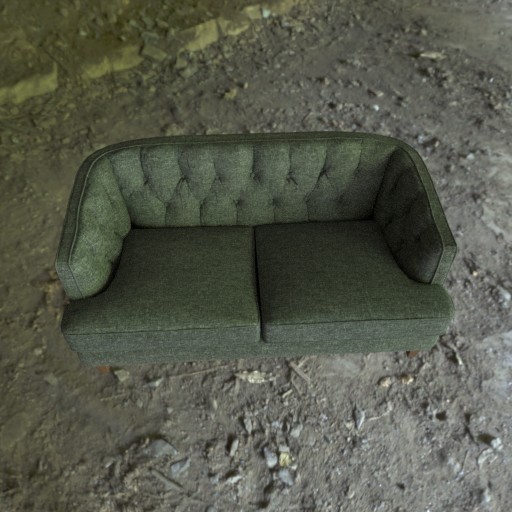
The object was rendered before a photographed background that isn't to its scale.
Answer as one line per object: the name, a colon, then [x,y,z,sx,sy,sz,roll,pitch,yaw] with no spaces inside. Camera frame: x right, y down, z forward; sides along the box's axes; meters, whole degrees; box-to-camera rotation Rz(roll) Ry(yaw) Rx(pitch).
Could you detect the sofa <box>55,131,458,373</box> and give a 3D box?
sofa: [0.000,0.000,2.233,1.733,0.855,0.941,-2,46,-2]
